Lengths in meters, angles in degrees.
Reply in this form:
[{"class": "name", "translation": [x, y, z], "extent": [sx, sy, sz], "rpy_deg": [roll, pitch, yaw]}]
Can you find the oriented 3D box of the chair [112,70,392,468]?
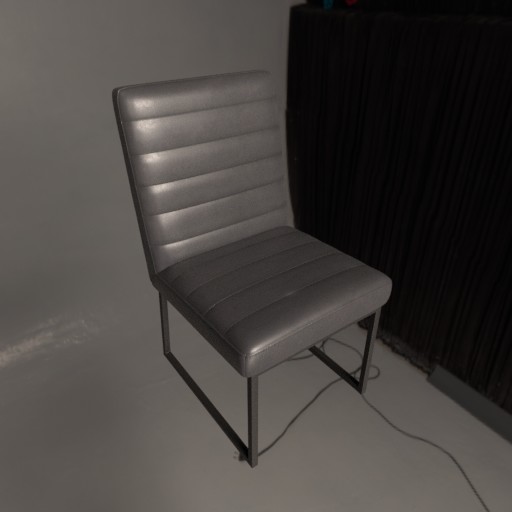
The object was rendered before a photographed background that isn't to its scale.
[{"class": "chair", "translation": [0.000, 0.000, 1.316], "extent": [0.520, 0.930, 0.634], "rpy_deg": [-21, 37, -30]}]
